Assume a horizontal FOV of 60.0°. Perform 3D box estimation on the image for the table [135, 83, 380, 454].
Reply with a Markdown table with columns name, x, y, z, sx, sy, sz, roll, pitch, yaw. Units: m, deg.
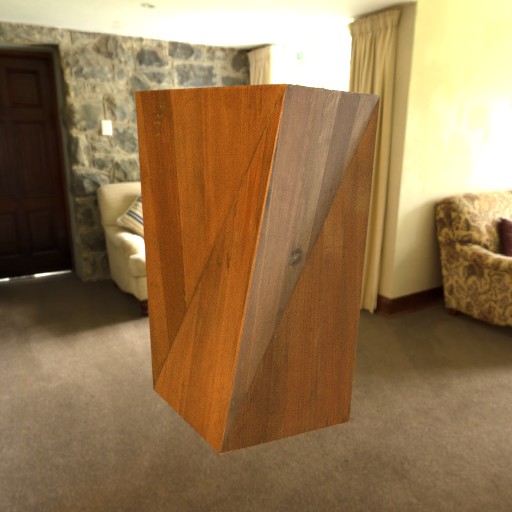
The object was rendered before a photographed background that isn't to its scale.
| name | x | y | z | sx | sy | sz | roll | pitch | yaw |
| --- | --- | --- | --- | --- | --- | --- | --- | --- | --- |
| table | 0.000 | 0.000 | 0.888 | 0.441 | 0.604 | 0.425 | 2 | 15 | 9 |
